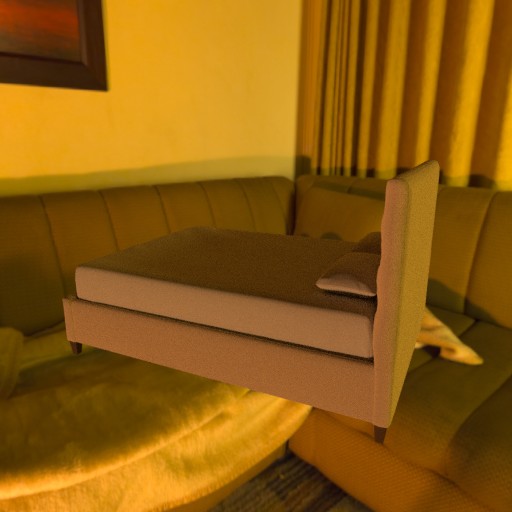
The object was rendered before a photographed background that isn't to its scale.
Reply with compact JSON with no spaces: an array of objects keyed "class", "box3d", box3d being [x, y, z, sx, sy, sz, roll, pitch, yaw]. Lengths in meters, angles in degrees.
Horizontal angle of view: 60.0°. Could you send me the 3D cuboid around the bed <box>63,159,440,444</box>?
[{"class":"bed","box3d":[0.000,0.000,3.413,2.387,1.427,1.698,7,17,25]}]
